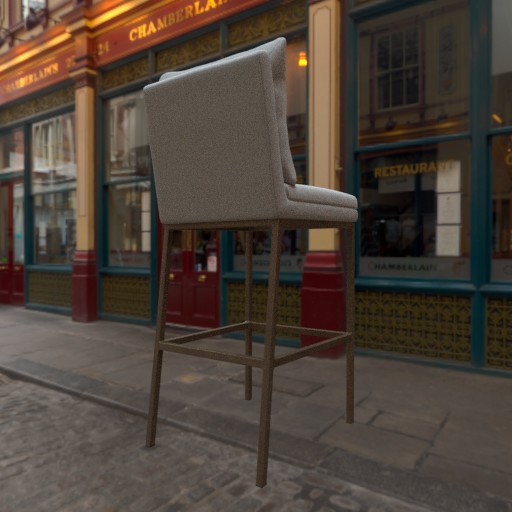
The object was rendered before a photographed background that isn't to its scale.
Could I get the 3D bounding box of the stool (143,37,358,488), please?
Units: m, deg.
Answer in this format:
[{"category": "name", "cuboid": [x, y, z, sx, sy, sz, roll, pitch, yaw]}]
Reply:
[{"category": "stool", "cuboid": [0.000, 0.000, 1.407, 0.463, 1.125, 0.572, 0, 0, 35]}]
